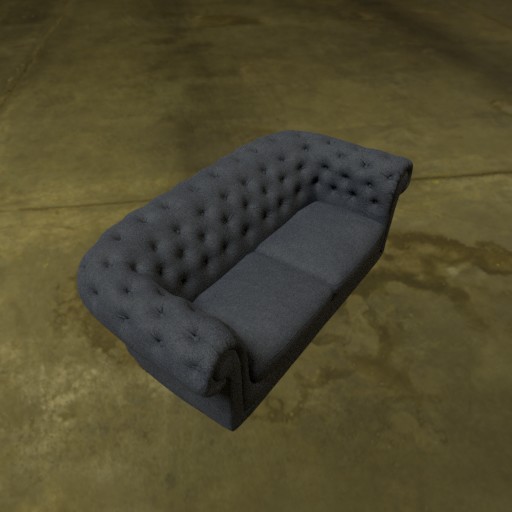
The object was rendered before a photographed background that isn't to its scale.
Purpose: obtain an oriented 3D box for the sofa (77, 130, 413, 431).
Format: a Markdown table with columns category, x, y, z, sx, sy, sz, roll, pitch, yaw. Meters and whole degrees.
| category | x | y | z | sx | sy | sz | roll | pitch | yaw |
| --- | --- | --- | --- | --- | --- | --- | --- | --- | --- |
| sofa | 0.000 | 0.000 | 2.626 | 1.082 | 0.833 | 1.988 | 26 | 47 | 27 |
